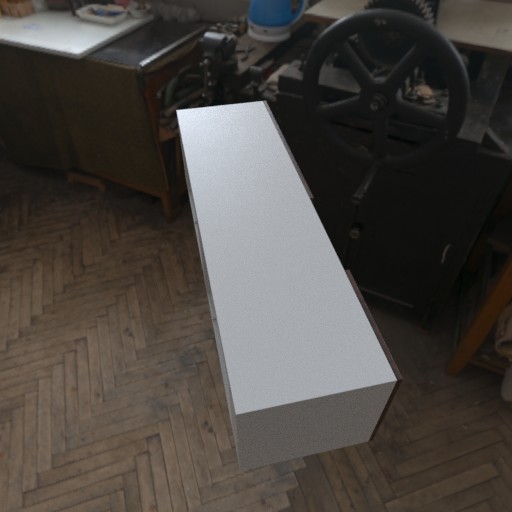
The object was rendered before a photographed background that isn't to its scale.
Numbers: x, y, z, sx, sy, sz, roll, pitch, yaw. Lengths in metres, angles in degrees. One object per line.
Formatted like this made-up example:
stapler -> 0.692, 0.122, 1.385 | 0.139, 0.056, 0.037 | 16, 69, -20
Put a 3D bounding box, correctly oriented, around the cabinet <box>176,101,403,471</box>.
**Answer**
cabinet -> 0.000, 0.000, 1.788 | 0.431, 0.533, 1.499 | -9, 47, -9
